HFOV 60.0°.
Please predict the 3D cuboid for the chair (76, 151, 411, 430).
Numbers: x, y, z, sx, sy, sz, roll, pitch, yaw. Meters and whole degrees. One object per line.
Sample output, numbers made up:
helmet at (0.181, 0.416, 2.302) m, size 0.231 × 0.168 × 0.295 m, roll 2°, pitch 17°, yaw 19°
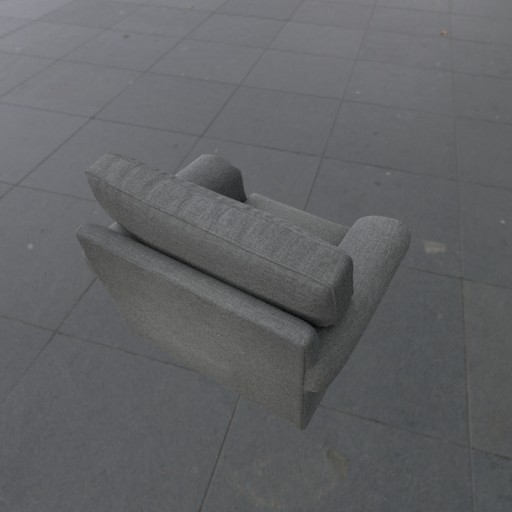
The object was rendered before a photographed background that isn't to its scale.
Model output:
chair at (0.000, 0.000, 1.877) m, size 1.092 × 0.961 × 0.965 m, roll 23°, pitch 50°, yaw 22°
